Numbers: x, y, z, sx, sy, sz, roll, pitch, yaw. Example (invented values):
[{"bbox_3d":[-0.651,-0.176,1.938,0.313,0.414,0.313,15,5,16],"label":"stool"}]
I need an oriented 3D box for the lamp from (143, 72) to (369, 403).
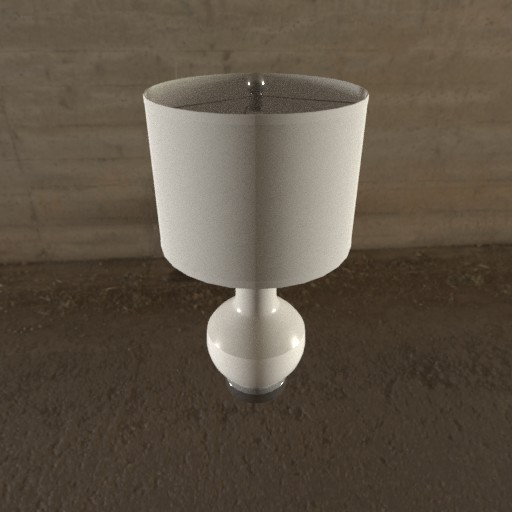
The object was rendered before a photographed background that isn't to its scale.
[{"bbox_3d":[0.000,0.000,0.871,0.357,0.673,0.357,-22,37,-32],"label":"lamp"}]
